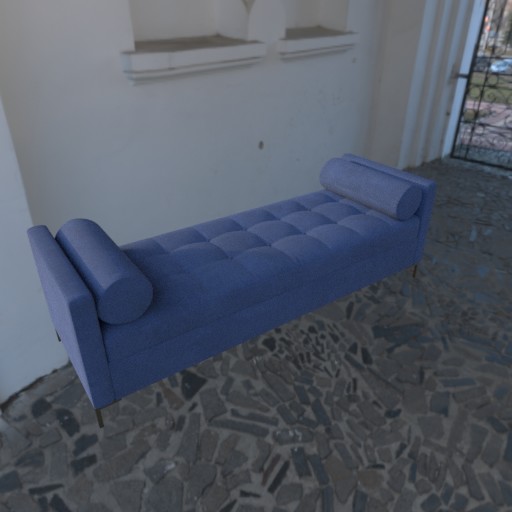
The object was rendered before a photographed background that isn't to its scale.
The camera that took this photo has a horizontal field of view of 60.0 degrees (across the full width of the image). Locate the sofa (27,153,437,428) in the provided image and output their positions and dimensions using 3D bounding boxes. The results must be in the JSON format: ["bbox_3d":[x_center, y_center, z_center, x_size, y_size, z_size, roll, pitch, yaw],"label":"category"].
[{"bbox_3d":[0.000,0.000,2.329,1.981,0.635,0.686,-19,35,-30],"label":"sofa"}]
